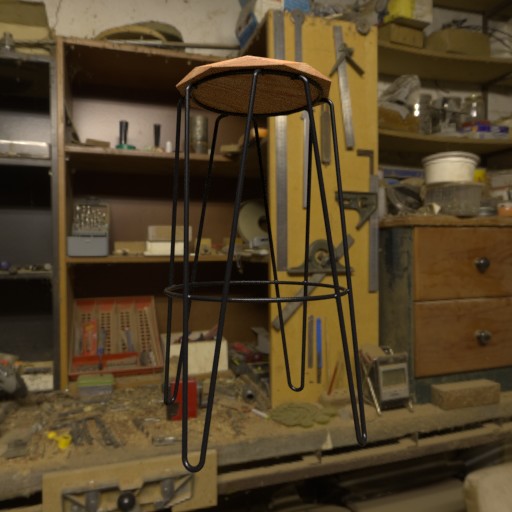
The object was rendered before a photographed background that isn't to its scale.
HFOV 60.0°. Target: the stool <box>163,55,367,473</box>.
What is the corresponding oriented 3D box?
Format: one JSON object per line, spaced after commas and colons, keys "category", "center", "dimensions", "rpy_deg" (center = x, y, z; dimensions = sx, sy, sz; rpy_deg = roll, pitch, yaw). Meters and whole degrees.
{"category": "stool", "center": [0.000, 0.000, 0.798], "dimensions": [0.326, 0.610, 0.326], "rpy_deg": [0, 1, -17]}
